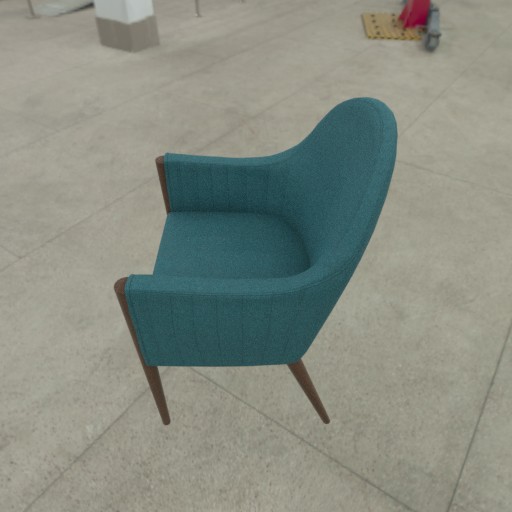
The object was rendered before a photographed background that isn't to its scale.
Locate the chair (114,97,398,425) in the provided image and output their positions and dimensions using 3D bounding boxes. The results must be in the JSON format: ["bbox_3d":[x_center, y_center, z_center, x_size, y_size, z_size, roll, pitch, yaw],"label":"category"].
[{"bbox_3d":[0.000,0.000,1.338,0.652,0.907,0.656,0,41,0],"label":"chair"}]
